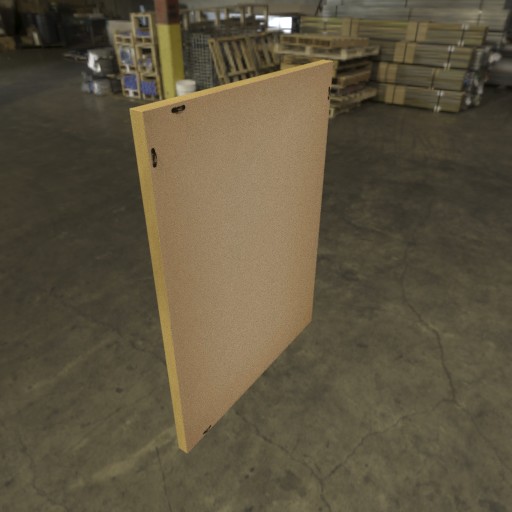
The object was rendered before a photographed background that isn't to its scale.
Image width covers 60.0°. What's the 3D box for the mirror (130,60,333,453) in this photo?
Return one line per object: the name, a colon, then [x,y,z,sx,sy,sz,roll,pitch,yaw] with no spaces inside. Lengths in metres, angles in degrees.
mirror: [0.000,0.000,1.351,0.040,1.016,0.762,20,37,30]
